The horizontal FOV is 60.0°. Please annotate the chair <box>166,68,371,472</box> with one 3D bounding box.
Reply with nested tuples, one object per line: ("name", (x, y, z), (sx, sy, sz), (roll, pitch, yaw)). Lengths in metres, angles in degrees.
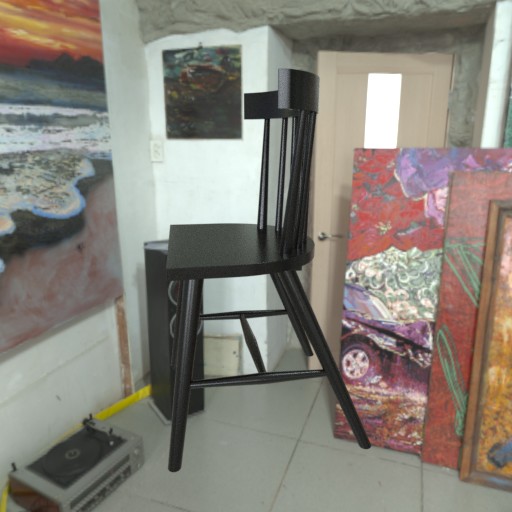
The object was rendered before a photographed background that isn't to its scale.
("chair", (0.000, 0.000, 1.155), (0.483, 0.844, 0.506), (-2, 15, -9))
